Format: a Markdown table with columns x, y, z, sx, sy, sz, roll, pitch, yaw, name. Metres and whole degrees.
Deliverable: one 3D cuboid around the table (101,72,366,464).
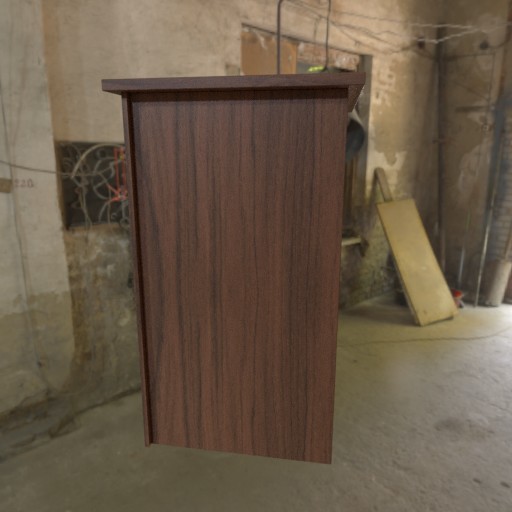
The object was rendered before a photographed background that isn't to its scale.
| x | y | z | sx | sy | sz | roll | pitch | yaw | name |
| --- | --- | --- | --- | --- | --- | --- | --- | --- | --- |
| 0.000 | 0.000 | 0.927 | 0.381 | 0.636 | 0.480 | 2 | 14 | 10 | table |
